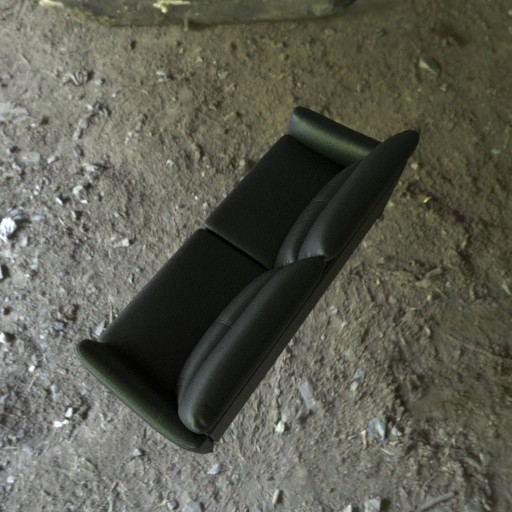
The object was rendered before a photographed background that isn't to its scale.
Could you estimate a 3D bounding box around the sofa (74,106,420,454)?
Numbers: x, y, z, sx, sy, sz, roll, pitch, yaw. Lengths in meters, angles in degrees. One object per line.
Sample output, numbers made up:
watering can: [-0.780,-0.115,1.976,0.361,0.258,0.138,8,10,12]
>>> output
sofa: [0.000,0.000,2.532,0.856,0.957,2.069,33,69,15]
